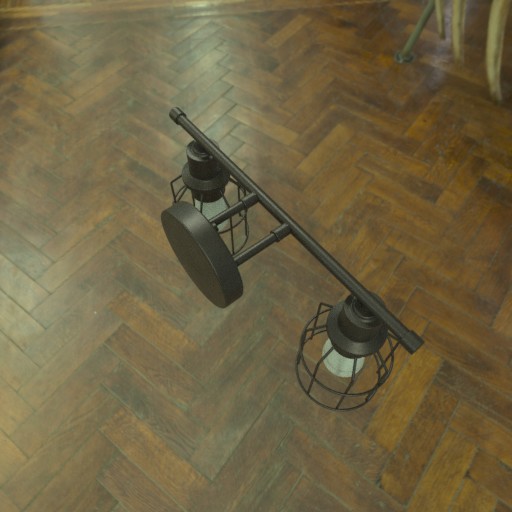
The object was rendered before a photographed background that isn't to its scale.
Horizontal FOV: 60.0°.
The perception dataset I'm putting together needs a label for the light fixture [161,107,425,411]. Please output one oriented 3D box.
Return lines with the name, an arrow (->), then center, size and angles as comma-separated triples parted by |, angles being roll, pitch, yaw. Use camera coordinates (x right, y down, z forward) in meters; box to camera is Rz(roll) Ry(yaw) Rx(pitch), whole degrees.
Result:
light fixture -> 0.000, 0.000, 0.535 | 0.165, 0.254, 0.406 | -33, 63, -20
